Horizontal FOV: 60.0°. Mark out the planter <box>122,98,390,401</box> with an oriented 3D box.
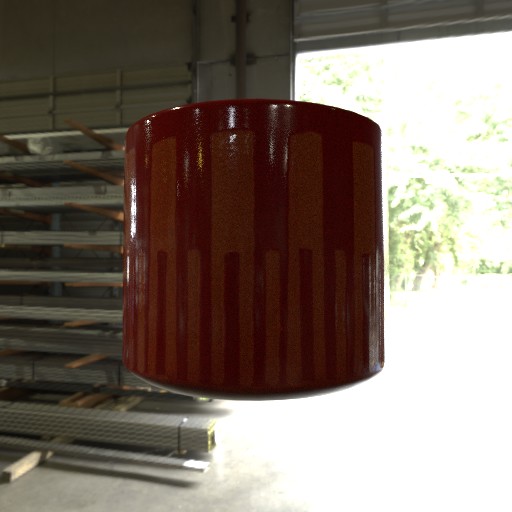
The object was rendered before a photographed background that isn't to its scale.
[{"bbox_3d":[0.000,0.000,0.400,0.230,0.202,0.230,0,-1,0],"label":"planter"}]
